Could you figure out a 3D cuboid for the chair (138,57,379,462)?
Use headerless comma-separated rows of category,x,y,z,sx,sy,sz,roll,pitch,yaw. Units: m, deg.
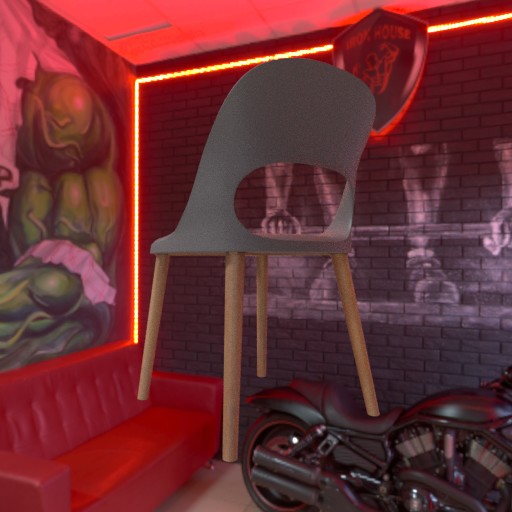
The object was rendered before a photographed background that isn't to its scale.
chair,0.000,0.000,1.151,0.470,0.795,0.556,0,-1,-36
